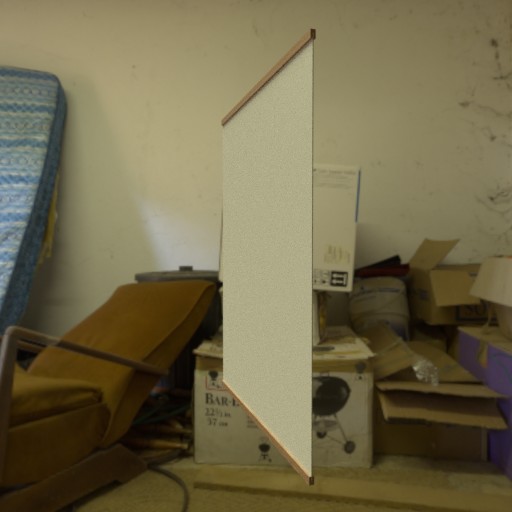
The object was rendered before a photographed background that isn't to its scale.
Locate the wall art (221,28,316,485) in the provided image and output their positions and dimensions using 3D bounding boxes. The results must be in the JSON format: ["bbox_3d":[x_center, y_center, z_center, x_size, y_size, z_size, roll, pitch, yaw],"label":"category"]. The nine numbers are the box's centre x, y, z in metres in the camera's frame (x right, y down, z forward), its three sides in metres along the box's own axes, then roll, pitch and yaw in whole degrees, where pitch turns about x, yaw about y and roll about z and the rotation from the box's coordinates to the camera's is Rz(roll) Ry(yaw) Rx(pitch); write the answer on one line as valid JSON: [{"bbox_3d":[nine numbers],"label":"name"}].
[{"bbox_3d":[0.000,0.000,1.345,0.013,1.016,0.758,0,1,-19],"label":"wall art"}]
